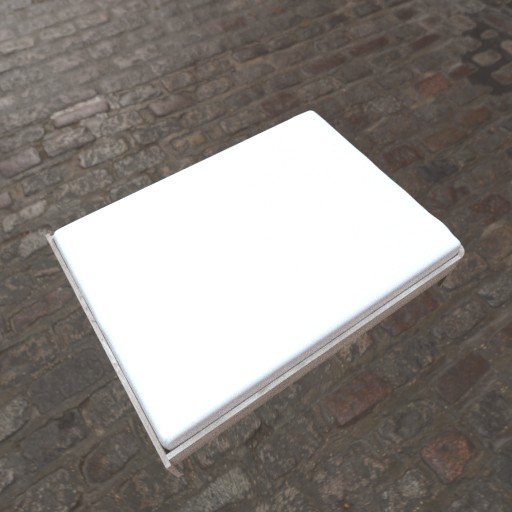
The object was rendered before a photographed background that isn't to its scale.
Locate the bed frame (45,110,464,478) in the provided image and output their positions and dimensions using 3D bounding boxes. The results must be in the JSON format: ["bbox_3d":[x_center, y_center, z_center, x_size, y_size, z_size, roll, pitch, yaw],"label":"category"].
[{"bbox_3d":[0.000,0.000,2.640,1.950,0.462,1.490,-30,62,-18],"label":"bed frame"}]
